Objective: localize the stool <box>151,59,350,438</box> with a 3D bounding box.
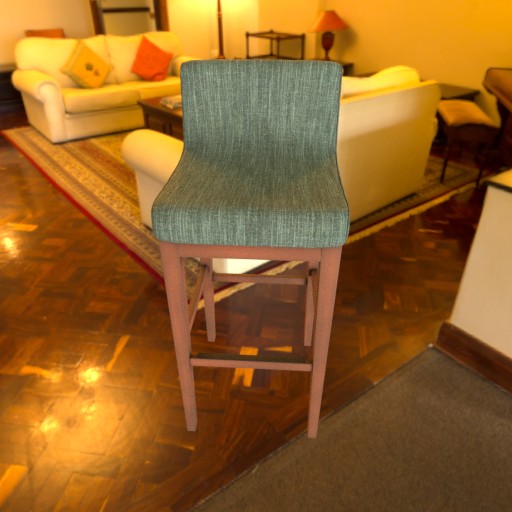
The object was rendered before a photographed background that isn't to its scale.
[{"bbox_3d":[0.000,0.000,1.244,0.426,0.965,0.499,2,31,3],"label":"stool"}]
